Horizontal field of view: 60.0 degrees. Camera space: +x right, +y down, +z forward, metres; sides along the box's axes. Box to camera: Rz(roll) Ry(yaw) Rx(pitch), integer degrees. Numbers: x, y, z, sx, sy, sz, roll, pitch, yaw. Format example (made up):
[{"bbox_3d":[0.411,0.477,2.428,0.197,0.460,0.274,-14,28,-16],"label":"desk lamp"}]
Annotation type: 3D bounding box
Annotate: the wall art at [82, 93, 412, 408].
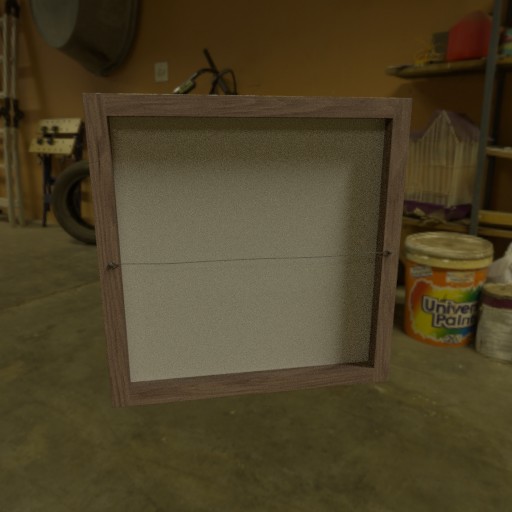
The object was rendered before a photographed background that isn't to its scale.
[{"bbox_3d":[0.000,0.000,0.903,0.609,0.613,0.041,-3,15,-10],"label":"wall art"}]
